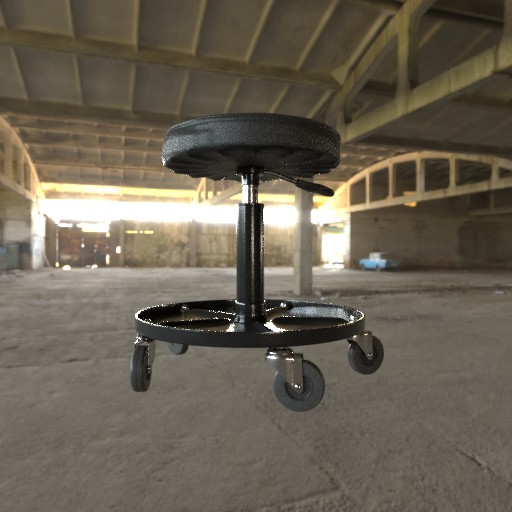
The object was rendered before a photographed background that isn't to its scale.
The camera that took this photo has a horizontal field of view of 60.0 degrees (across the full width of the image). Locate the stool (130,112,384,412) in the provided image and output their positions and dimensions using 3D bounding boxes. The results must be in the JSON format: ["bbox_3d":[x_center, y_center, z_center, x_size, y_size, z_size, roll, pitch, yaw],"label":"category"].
[{"bbox_3d":[0.000,0.000,0.688,0.382,0.365,0.381,0,1,-18],"label":"stool"}]
